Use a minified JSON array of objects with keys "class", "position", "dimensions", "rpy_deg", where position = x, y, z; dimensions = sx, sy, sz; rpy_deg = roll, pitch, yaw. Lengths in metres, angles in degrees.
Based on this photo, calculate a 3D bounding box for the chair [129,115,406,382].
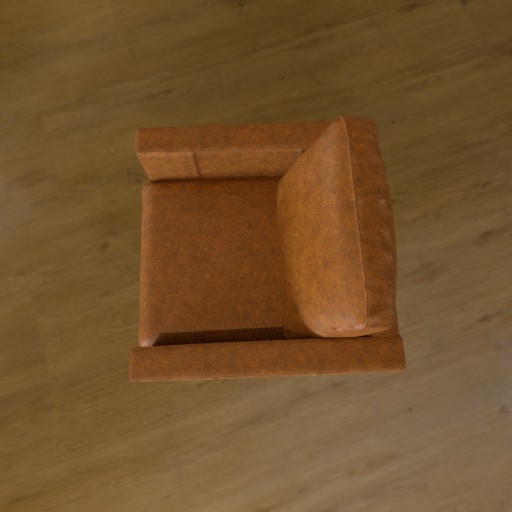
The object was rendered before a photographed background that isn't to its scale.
[{"class":"chair","position":[0.000,0.000,1.694],"dimensions":[0.909,0.956,0.890],"rpy_deg":[-2,76,-1]}]
